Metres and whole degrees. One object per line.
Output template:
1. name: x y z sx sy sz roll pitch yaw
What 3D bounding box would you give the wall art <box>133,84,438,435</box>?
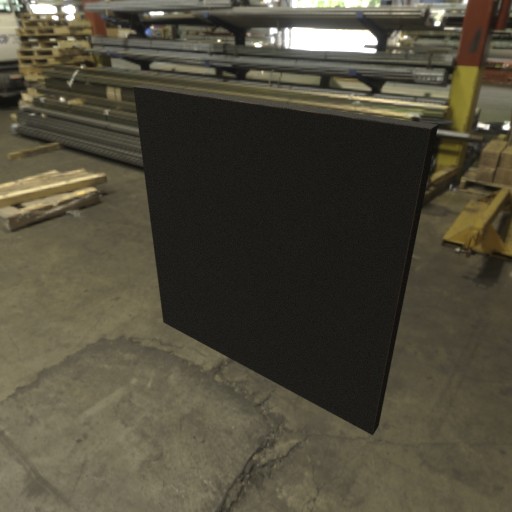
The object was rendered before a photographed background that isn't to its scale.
1. wall art: 0.000 0.000 1.140 0.762 0.762 0.038 20 35 32
